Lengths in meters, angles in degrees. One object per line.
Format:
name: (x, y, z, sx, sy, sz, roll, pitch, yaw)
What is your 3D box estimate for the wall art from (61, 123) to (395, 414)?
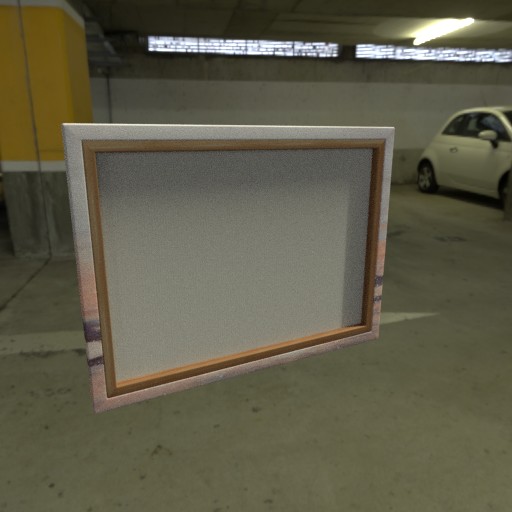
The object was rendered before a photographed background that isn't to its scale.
wall art: (0.000, 0.000, 1.352, 1.015, 0.763, 0.038, -8, 17, -26)
